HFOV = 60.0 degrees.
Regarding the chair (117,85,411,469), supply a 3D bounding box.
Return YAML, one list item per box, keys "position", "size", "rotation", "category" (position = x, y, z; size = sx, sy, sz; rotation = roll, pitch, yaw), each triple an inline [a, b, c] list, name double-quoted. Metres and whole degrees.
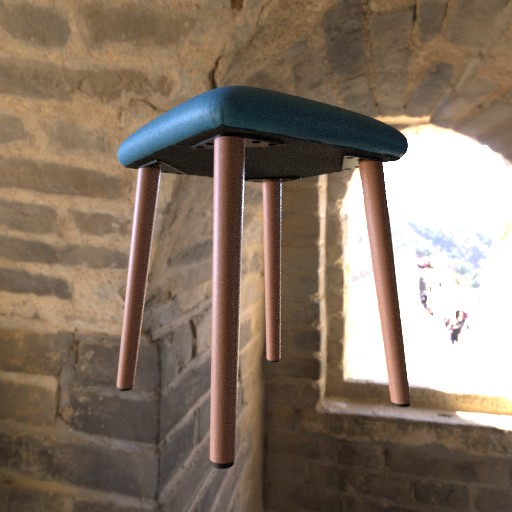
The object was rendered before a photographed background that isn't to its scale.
- position: [0.000, 0.000, 0.707]
  size: [0.360, 0.450, 0.360]
  rotation: [-1, 1, -36]
  category: "chair"
